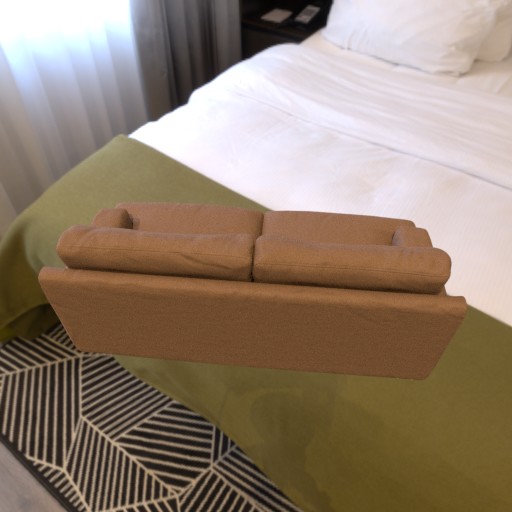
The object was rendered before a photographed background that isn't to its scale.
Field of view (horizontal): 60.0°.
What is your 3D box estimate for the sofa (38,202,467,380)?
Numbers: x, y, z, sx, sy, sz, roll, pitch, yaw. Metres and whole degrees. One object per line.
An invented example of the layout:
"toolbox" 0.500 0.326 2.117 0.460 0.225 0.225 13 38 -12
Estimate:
"sofa" 0.000 0.000 2.879 2.274 0.950 1.140 4 47 4
